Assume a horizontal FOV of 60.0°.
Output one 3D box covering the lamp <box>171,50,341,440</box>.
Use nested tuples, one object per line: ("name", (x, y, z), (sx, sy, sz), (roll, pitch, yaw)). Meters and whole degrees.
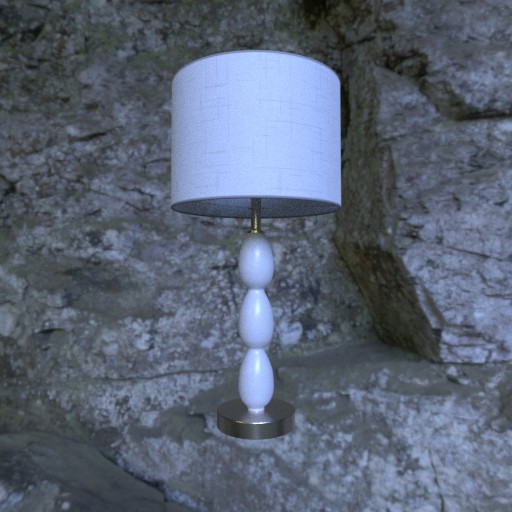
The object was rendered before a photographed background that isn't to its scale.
("lamp", (0.000, 0.000, 0.741), (0.280, 0.559, 0.282), (0, -1, 18))
